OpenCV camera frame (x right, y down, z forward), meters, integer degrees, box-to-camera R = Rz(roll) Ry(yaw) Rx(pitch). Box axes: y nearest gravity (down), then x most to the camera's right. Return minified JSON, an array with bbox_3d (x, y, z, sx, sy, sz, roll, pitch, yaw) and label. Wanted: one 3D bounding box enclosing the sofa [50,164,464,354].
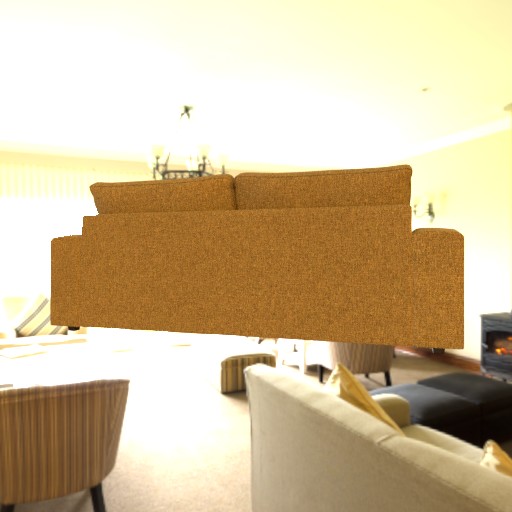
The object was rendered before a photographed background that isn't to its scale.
[{"bbox_3d":[0.000,0.000,2.836,2.299,0.922,1.040,0,0,17],"label":"sofa"}]
